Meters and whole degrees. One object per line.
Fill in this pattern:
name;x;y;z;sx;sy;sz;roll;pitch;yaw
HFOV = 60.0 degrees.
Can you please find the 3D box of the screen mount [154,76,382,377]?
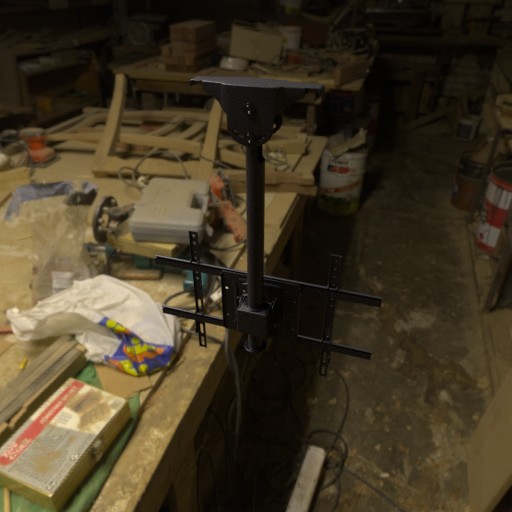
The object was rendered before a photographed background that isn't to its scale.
screen mount;0.000;0.000;1.037;0.595;0.775;0.090;10;34;15
